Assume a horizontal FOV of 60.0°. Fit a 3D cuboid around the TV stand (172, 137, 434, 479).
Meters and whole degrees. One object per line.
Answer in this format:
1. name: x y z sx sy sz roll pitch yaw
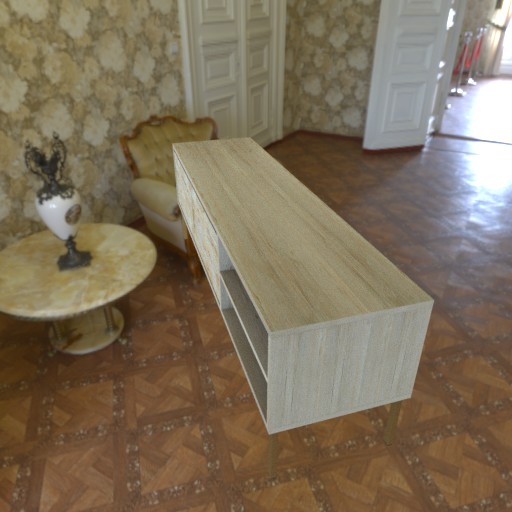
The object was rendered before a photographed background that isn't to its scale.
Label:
1. TV stand: 0.000 0.000 1.828 0.420 0.550 1.600 -9 31 -15
